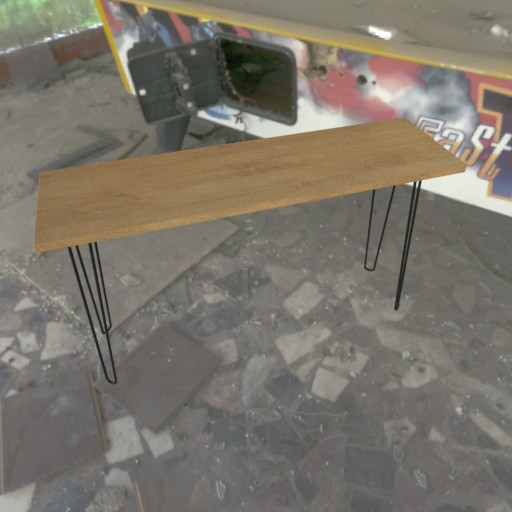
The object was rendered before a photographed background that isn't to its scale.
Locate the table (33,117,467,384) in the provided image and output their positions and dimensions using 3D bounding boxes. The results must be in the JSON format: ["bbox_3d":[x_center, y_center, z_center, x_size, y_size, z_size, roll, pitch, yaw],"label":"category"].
[{"bbox_3d":[0.000,0.000,1.772,1.400,0.799,0.399,-12,43,-13],"label":"table"}]
